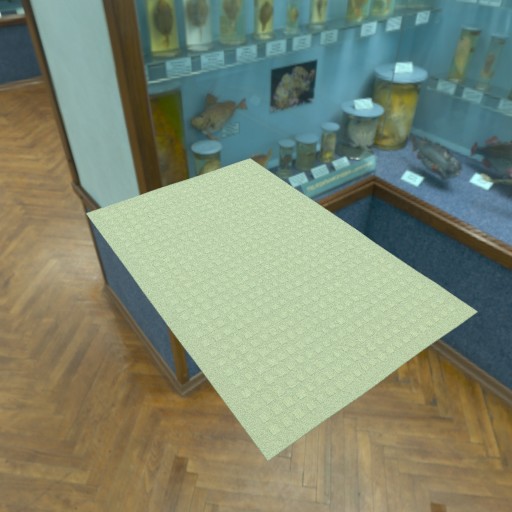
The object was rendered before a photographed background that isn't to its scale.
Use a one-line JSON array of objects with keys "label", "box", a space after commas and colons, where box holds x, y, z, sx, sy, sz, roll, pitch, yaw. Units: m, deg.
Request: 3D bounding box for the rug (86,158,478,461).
[{"label": "rug", "box": [0.000, 0.000, 2.234, 1.143, 0.006, 1.747, -24, 46, -26]}]
